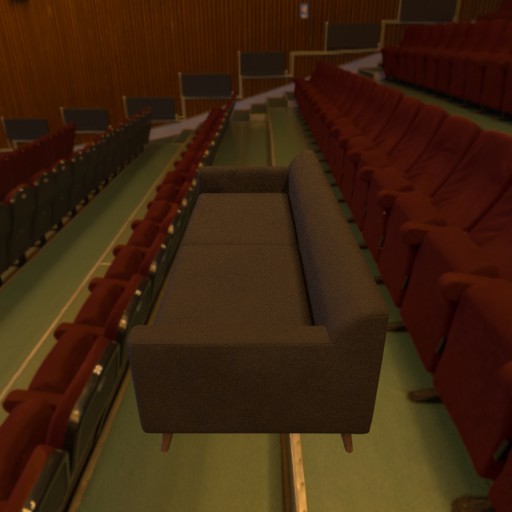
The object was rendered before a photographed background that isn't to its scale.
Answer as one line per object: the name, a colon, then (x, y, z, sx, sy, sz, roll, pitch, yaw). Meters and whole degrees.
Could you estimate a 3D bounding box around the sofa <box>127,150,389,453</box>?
sofa: (0.000, 0.000, 2.580, 0.900, 0.740, 2.190, 0, 27, 0)
